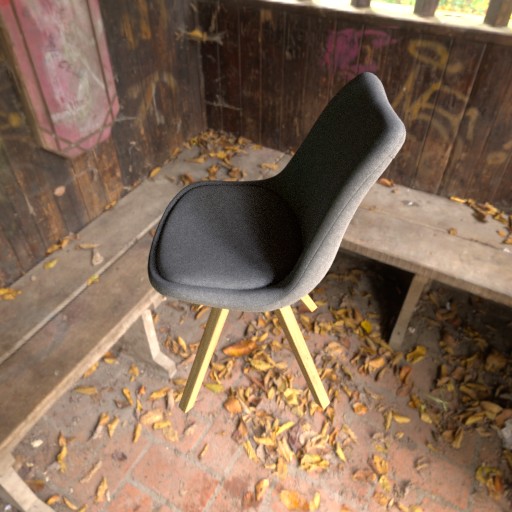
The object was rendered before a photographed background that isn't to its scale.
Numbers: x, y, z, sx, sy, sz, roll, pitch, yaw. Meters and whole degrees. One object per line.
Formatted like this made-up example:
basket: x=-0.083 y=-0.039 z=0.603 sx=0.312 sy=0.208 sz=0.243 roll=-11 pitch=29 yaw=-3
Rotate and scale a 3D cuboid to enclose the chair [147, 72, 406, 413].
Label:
chair: x=0.000 y=0.000 z=1.176 sx=0.550 sy=0.865 sz=0.483 roll=0 pitch=43 yaw=0
